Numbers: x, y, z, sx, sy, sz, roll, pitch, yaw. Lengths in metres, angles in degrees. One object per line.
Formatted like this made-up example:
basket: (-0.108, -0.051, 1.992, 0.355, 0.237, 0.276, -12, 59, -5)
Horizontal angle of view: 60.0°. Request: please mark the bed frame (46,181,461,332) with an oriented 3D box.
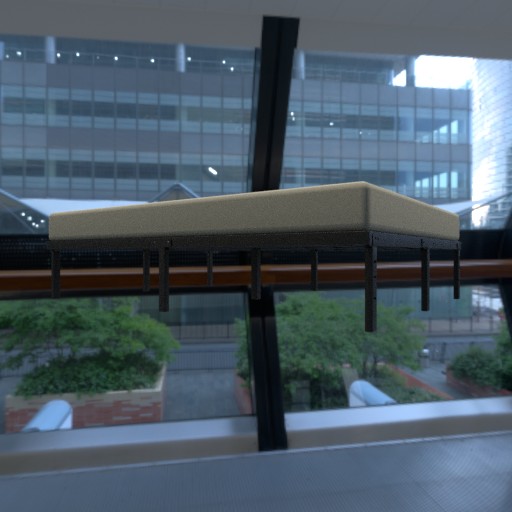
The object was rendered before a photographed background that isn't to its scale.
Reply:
bed frame: (0.000, 0.000, 3.507, 2.635, 0.680, 1.990, 0, 0, 36)
